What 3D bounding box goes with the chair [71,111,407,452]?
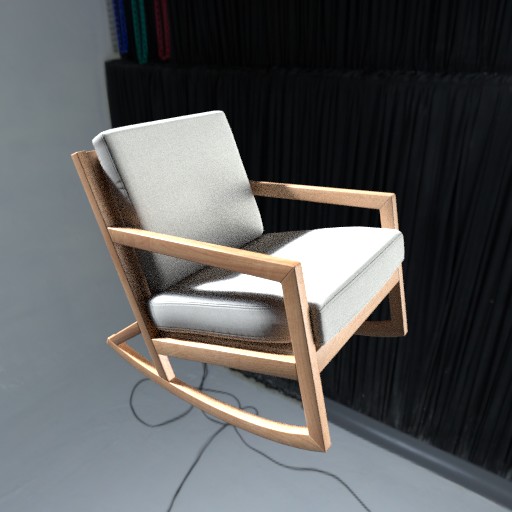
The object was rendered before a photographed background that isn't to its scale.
[{"bbox_3d":[0.000,0.000,1.413,0.857,0.790,0.622,17,30,31],"label":"chair"}]
